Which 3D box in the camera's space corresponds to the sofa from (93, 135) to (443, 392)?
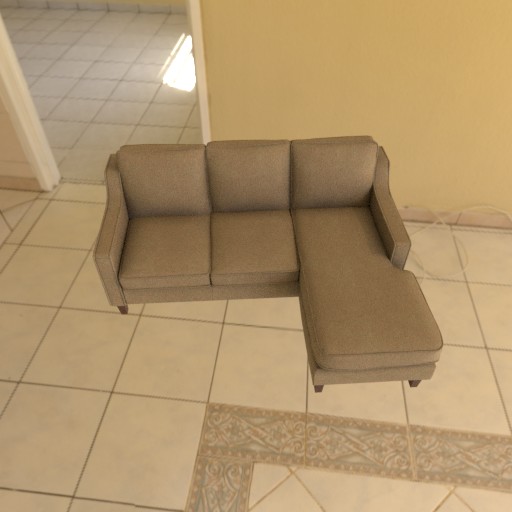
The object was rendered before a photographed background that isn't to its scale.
[{"bbox_3d":[0.000,0.000,3.338,2.317,1.081,1.858,-2,46,-2],"label":"sofa"}]
